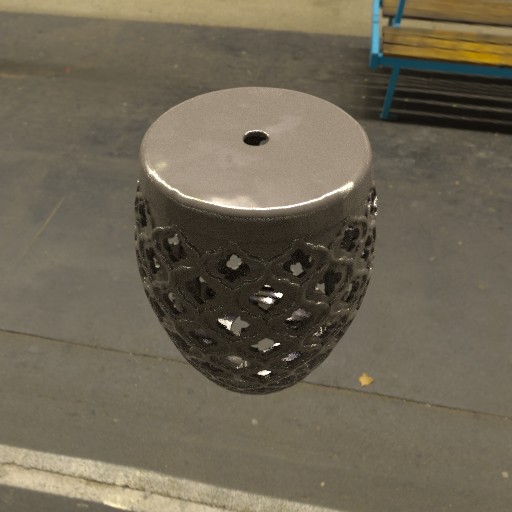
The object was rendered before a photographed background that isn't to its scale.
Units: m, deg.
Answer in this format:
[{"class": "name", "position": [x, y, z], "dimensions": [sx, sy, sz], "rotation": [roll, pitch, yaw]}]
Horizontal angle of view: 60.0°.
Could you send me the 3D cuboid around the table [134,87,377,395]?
[{"class": "table", "position": [0.000, 0.000, 0.640], "dimensions": [0.325, 0.388, 0.325], "rotation": [0, 47, 0]}]
